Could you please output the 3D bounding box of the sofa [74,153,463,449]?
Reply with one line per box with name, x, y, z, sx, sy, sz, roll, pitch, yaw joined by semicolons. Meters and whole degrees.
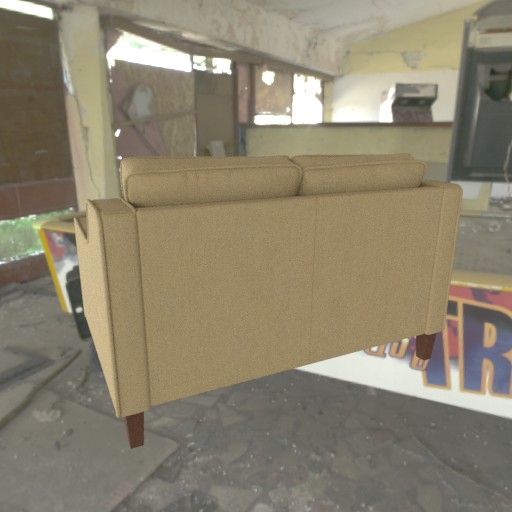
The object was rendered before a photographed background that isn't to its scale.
sofa;0.000;0.000;2.089;1.501;0.971;0.987;-8;17;-25
